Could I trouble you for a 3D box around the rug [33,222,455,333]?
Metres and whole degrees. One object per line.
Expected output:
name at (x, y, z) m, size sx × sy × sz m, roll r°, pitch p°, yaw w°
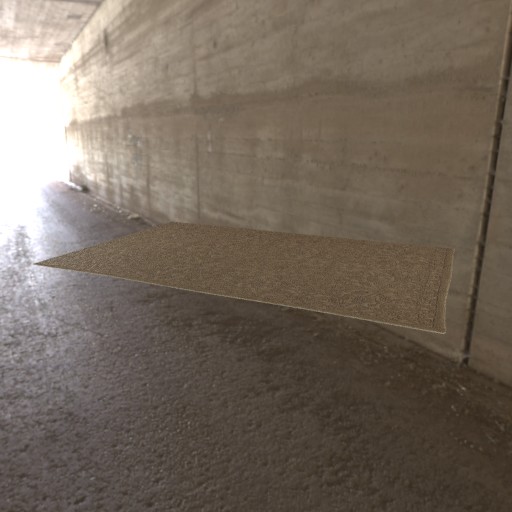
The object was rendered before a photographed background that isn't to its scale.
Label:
rug at (0.000, 0.000, 2.995) m, size 2.435 × 0.012 × 1.529 m, roll 7°, pitch 17°, yaw 24°
